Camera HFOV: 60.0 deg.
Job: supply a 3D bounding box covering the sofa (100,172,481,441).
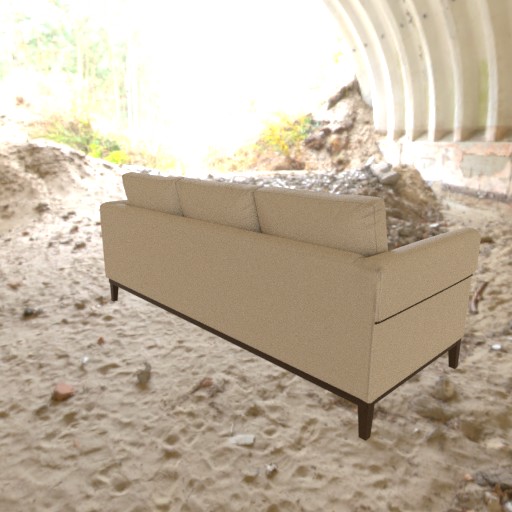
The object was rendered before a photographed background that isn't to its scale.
[{"bbox_3d":[0.000,0.000,2.610,0.902,0.911,2.198,-13,20,-42],"label":"sofa"}]
